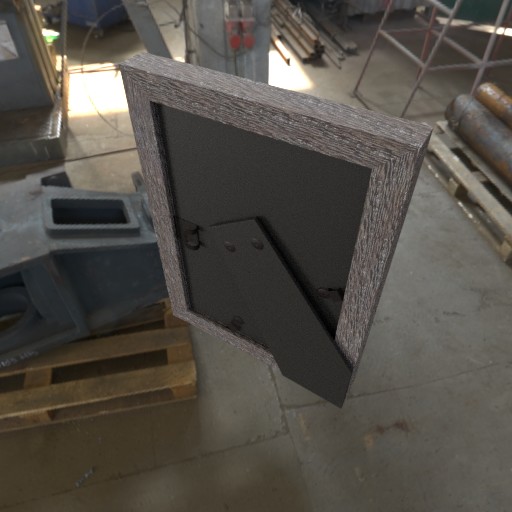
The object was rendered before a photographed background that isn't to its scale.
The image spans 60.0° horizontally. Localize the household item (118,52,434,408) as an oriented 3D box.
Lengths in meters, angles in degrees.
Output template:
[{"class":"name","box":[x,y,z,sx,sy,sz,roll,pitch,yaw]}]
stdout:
[{"class":"household item","box":[0.000,0.000,0.237,0.133,0.180,0.020,23,50,21]}]
